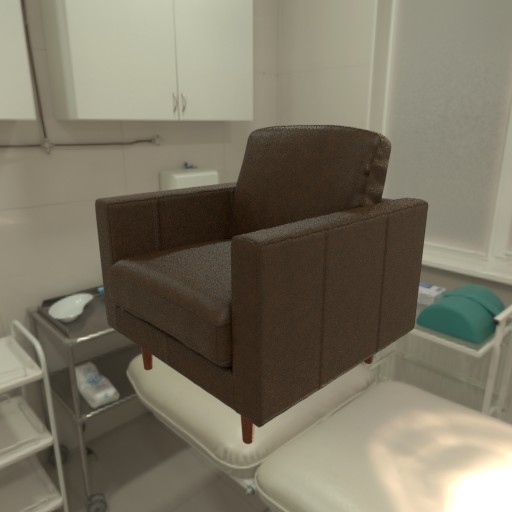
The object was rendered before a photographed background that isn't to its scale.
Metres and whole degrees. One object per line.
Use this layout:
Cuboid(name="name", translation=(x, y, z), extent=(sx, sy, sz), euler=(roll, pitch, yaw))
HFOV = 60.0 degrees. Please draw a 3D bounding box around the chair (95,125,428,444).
Cuboid(name="chair", translation=(0.000, 0.000, 1.688), extent=(0.909, 0.956, 0.890), euler=(-16, 23, -42))
